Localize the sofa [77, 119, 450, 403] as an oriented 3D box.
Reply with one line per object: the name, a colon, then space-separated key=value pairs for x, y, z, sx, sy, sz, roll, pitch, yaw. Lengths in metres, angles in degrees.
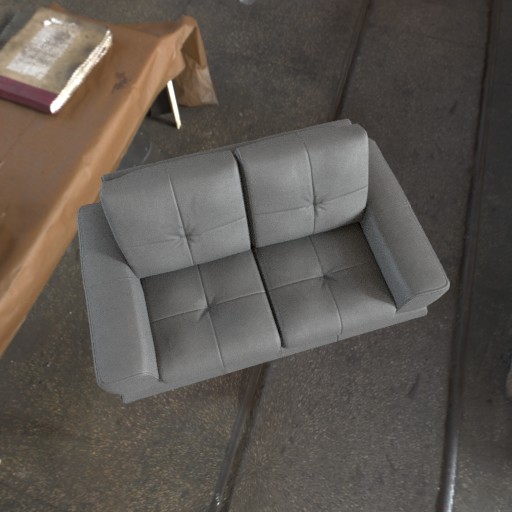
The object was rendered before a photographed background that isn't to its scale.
sofa: x=0.000 y=0.000 z=2.392 sx=1.806 sy=0.907 sz=1.018 roll=-15 pitch=65 yaw=-7
